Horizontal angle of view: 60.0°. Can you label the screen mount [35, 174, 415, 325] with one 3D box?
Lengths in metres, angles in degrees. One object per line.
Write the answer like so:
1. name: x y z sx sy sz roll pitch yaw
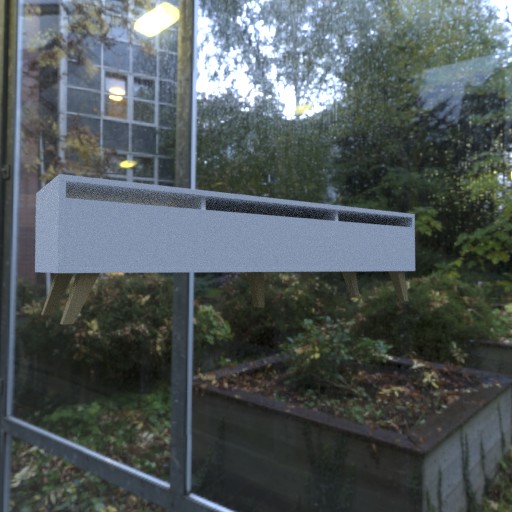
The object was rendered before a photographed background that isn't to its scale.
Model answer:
1. screen mount: 0.000 0.000 1.889 1.644 0.432 0.399 1 -2 -35
